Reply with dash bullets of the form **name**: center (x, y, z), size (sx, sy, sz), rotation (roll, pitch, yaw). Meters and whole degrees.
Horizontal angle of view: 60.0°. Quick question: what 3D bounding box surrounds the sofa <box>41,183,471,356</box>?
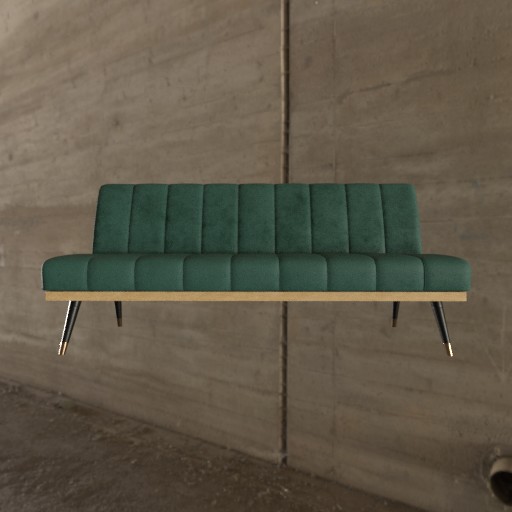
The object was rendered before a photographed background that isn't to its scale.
- **sofa**: center (0.000, 0.000, 2.240), size (1.810, 0.820, 0.830), rotation (0, 1, 1)
